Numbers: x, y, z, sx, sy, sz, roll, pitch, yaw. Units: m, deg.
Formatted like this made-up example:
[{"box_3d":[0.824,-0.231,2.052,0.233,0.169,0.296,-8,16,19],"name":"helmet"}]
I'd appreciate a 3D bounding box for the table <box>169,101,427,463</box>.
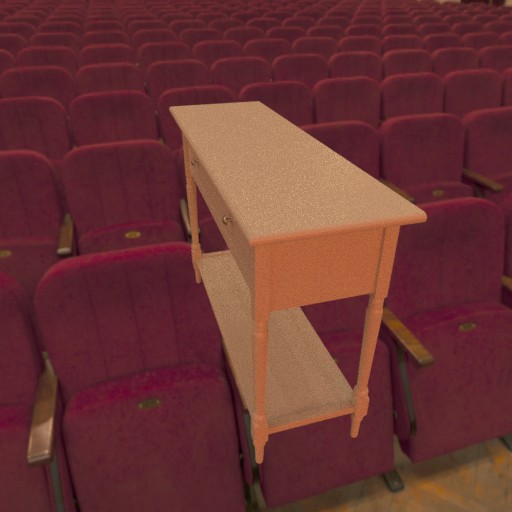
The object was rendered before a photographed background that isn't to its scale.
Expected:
[{"box_3d":[0.000,0.000,1.564,0.384,0.808,1.197,-9,31,-14],"name":"table"}]
